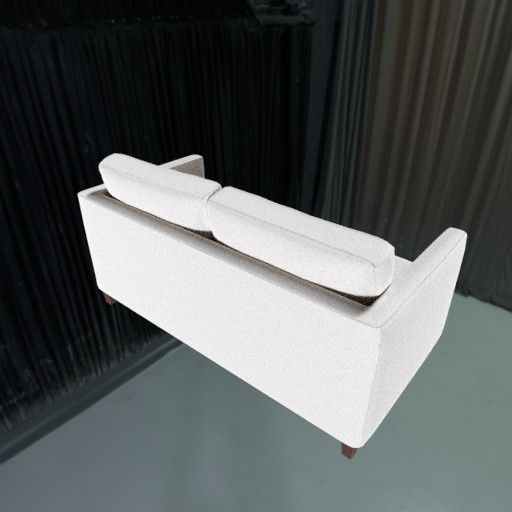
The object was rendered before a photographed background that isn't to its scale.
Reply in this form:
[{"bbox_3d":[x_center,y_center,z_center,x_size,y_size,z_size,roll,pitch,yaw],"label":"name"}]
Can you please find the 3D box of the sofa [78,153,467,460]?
[{"bbox_3d":[0.000,0.000,2.219,1.722,0.888,0.873,23,37,33],"label":"sofa"}]
